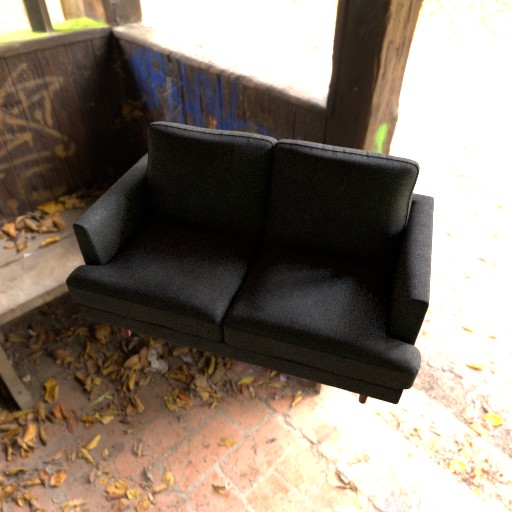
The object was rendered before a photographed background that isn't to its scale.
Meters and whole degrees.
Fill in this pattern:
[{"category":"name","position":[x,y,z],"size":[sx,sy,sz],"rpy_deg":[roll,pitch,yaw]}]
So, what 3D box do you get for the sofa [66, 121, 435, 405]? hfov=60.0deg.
[{"category":"sofa","position":[0.000,0.000,2.150],"size":[1.582,0.956,0.903],"rpy_deg":[12,43,14]}]
